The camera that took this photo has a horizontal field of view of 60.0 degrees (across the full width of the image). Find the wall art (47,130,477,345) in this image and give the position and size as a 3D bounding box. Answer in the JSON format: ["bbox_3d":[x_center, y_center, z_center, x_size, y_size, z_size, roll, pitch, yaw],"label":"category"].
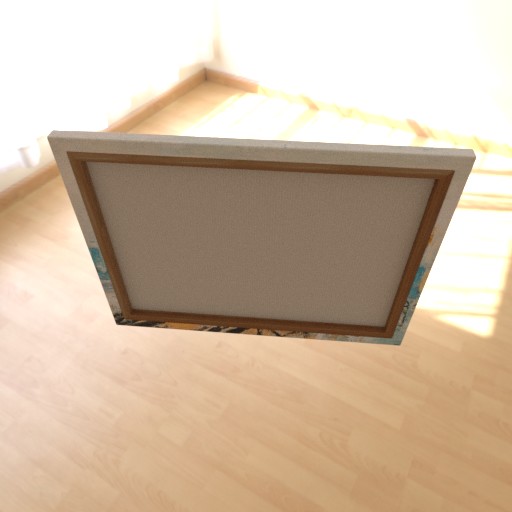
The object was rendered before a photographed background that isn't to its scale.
[{"bbox_3d":[0.000,0.000,1.322,1.016,0.762,0.038,4,45,4],"label":"wall art"}]
